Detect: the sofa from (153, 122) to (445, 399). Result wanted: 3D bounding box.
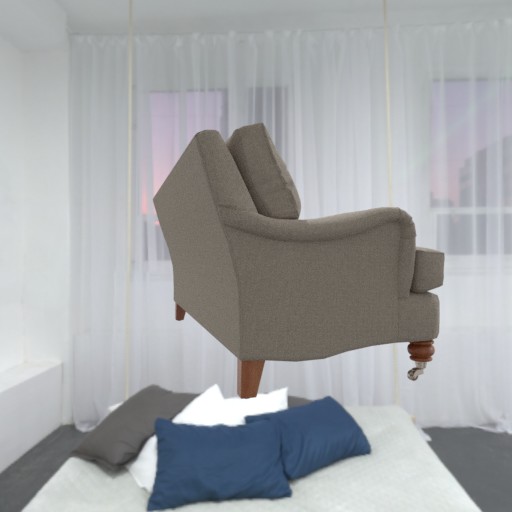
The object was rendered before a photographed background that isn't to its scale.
[{"bbox_3d":[0.000,0.000,2.716,1.087,1.054,2.160,0,1,-17],"label":"sofa"}]
